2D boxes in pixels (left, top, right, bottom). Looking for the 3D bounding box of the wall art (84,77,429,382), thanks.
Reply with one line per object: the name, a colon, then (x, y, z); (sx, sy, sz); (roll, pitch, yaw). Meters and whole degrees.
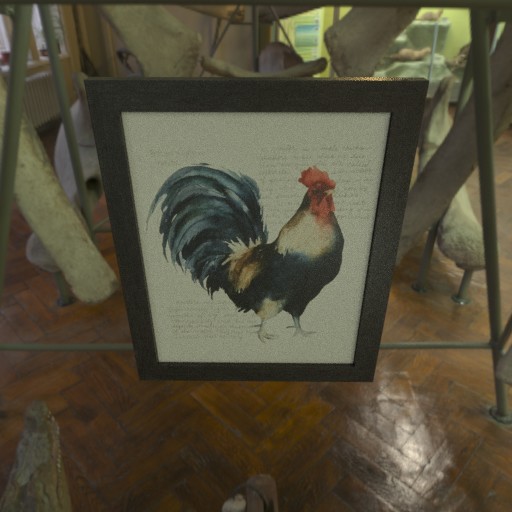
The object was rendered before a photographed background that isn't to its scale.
wall art: (0.000, 0.000, 0.772); (0.479, 0.580, 0.027); (0, 31, 1)
